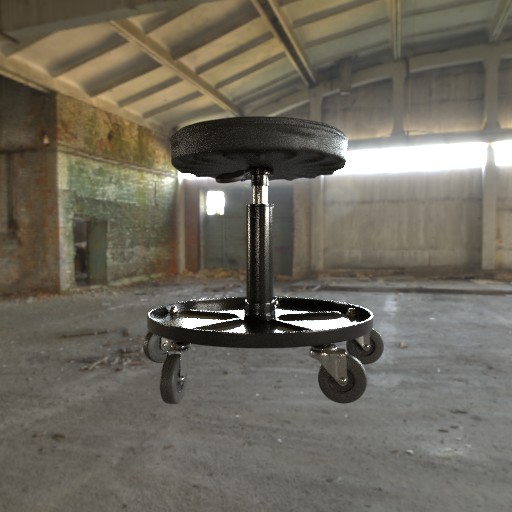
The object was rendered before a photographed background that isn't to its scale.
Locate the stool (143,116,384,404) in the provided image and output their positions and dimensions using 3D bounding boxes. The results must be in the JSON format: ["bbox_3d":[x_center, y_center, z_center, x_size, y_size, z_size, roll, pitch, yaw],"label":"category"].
[{"bbox_3d":[0.000,0.000,0.693,0.381,0.365,0.382,1,2,18],"label":"stool"}]
